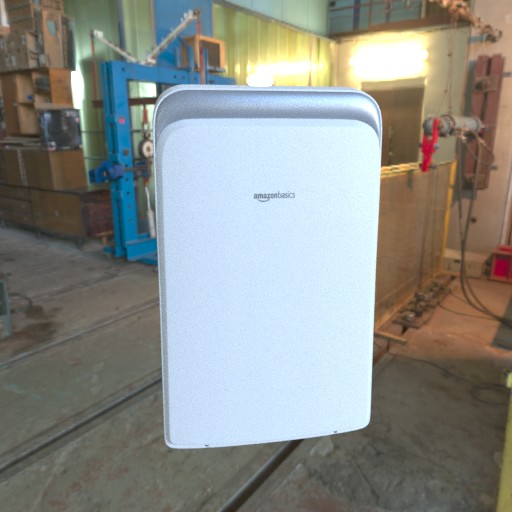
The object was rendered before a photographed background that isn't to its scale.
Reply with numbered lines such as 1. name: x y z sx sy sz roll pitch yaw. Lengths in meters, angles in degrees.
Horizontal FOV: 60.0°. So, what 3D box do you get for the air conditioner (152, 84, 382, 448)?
1. air conditioner: 0.000 0.000 1.058 0.478 0.765 0.467 -2 16 -9
